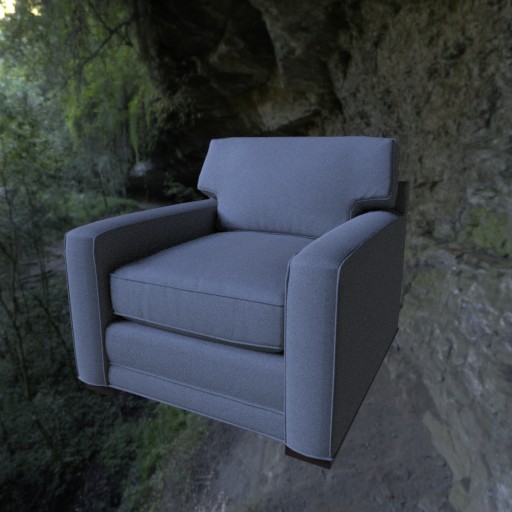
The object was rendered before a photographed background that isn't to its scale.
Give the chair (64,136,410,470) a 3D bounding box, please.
[{"bbox_3d":[0.000,0.000,1.776,0.999,0.934,1.044,7,16,26],"label":"chair"}]
